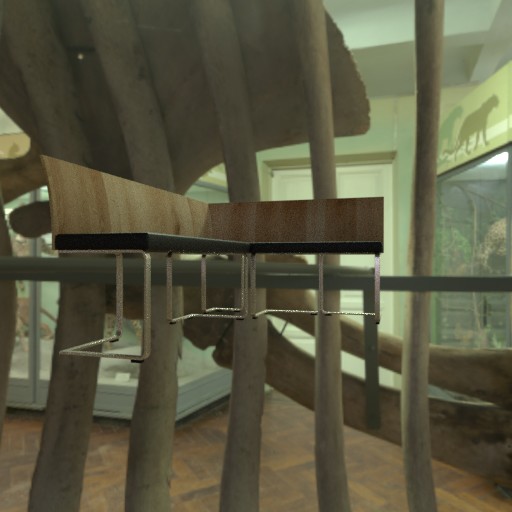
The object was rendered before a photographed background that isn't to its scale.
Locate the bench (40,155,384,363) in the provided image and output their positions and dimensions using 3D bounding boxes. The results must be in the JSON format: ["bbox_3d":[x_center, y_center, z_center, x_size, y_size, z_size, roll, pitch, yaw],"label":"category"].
[{"bbox_3d":[0.000,0.000,2.754,1.495,0.930,1.945,0,0,17],"label":"bench"}]
